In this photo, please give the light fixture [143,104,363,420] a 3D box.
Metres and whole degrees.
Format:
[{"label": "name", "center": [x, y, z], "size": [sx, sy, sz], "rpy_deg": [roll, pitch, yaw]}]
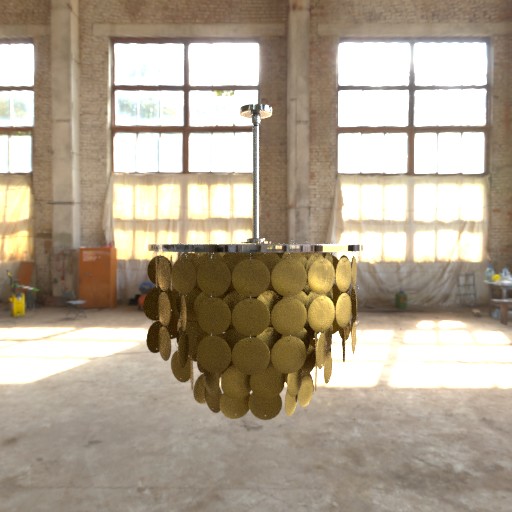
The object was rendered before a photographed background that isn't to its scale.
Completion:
[{"label": "light fixture", "center": [0.000, 0.000, 0.753], "size": [0.368, 0.492, 0.368], "rpy_deg": [0, 2, 0]}]
